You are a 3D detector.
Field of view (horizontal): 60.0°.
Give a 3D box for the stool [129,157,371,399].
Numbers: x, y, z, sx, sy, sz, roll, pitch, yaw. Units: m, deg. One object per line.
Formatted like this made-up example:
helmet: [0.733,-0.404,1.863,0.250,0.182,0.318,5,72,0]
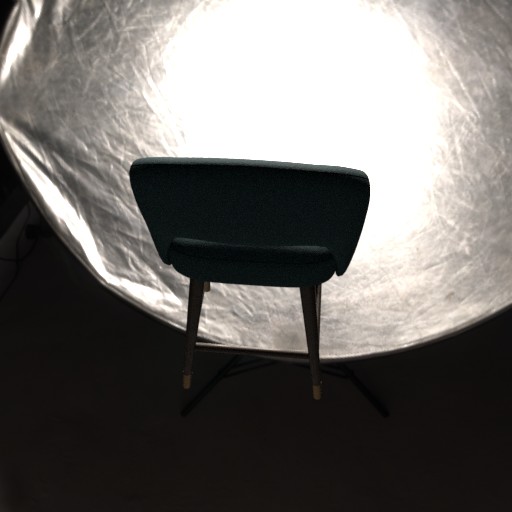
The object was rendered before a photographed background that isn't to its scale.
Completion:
stool: [0.000,0.000,1.265,0.536,0.939,0.522,4,46,4]
